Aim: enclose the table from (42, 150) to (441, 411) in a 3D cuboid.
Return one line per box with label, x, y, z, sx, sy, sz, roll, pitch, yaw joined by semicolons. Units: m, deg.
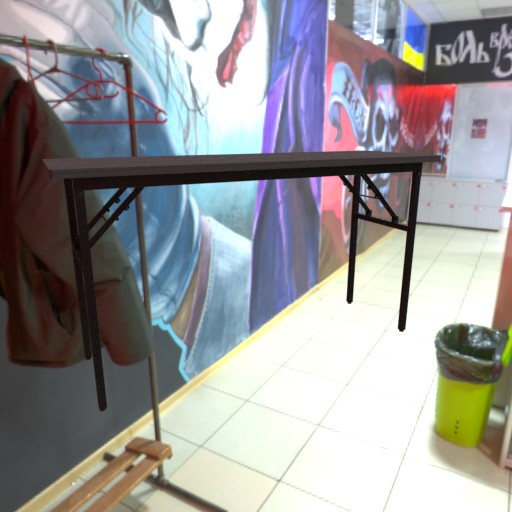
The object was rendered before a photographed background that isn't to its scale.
table;0.000;0.000;1.718;1.399;0.750;0.449;-8;18;-26
